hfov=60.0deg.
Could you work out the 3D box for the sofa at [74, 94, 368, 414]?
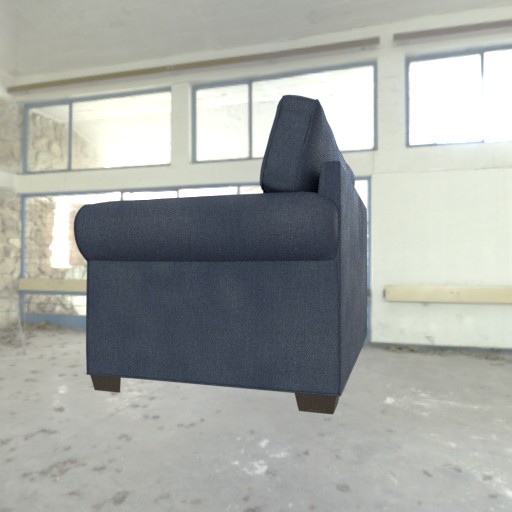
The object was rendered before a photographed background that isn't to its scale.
[{"bbox_3d":[0.000,0.000,2.075,0.938,1.004,1.405,0,-1,18],"label":"sofa"}]
